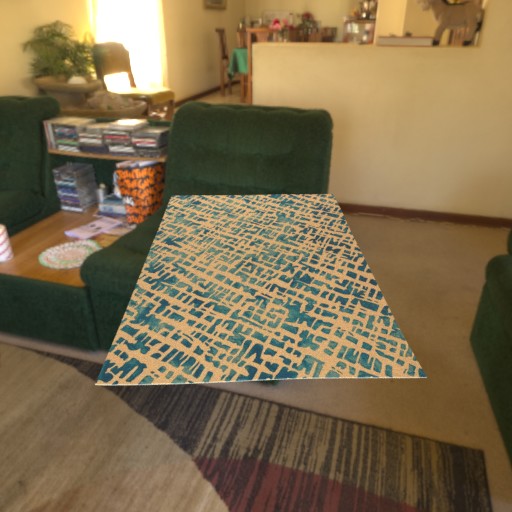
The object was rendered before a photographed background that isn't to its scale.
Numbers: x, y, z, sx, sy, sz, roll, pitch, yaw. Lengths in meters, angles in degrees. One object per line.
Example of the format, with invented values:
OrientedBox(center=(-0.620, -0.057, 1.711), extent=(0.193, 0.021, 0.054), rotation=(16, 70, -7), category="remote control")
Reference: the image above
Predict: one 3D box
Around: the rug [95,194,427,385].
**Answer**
OrientedBox(center=(0.000, 0.000, 3.095), extent=(1.520, 0.011, 2.447), rotation=(-1, 28, -1), category="rug")
